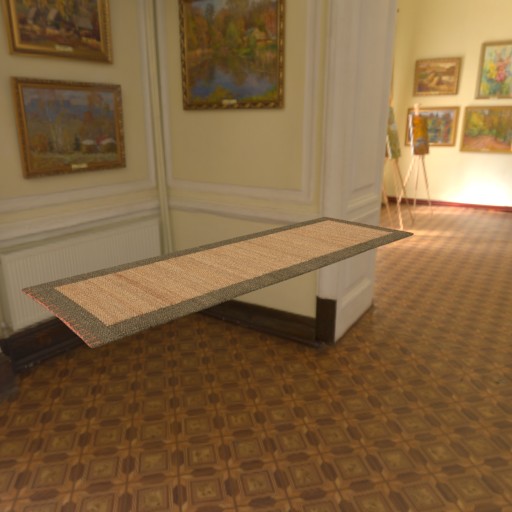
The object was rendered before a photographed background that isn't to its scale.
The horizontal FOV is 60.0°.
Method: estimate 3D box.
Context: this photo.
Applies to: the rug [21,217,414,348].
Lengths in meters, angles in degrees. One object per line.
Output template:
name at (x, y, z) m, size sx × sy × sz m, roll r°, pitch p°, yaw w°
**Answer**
rug at (0.000, 0.000, 2.667) m, size 2.413 × 0.016 × 0.810 m, roll -16°, pitch 23°, yaw -42°
